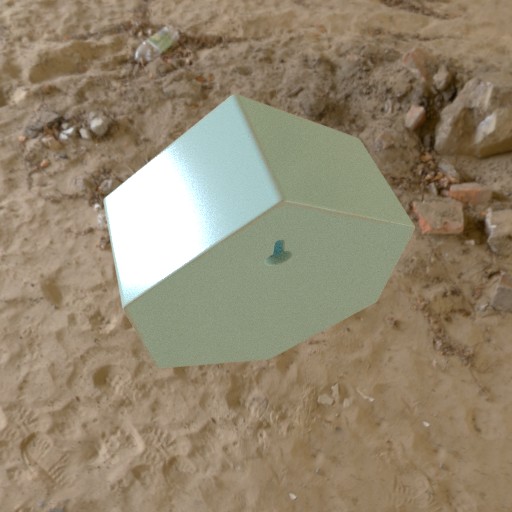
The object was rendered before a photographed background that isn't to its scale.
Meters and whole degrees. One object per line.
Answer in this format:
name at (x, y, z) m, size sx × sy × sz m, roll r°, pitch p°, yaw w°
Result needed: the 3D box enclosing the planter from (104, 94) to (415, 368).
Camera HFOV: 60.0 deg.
planter at (0.000, 0.000, 0.301) m, size 0.169 × 0.207 × 0.078 m, roll -15°, pitch 59°, yaw -9°
